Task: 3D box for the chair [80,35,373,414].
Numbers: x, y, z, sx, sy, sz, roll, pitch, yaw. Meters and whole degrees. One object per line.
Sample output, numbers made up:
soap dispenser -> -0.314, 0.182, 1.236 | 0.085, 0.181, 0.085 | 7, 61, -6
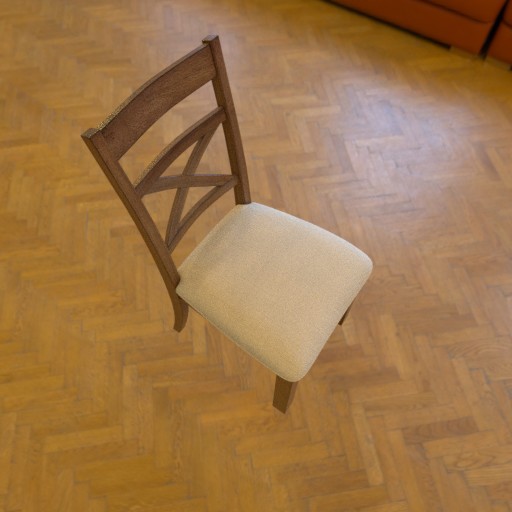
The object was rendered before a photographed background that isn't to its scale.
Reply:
chair -> 0.000, 0.000, 1.268 | 0.581, 0.949, 0.461 | 31, 63, 17
